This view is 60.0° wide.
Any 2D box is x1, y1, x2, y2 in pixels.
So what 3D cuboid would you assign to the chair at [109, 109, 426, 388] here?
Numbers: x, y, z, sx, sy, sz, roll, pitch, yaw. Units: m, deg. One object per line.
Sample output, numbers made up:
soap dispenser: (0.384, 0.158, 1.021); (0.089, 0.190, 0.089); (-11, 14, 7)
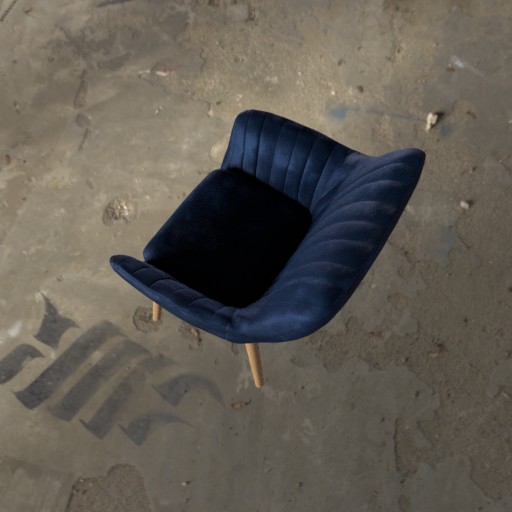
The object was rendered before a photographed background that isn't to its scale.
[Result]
chair: (0.000, 0.000, 1.213); (0.573, 0.826, 0.578); (30, 67, 14)
